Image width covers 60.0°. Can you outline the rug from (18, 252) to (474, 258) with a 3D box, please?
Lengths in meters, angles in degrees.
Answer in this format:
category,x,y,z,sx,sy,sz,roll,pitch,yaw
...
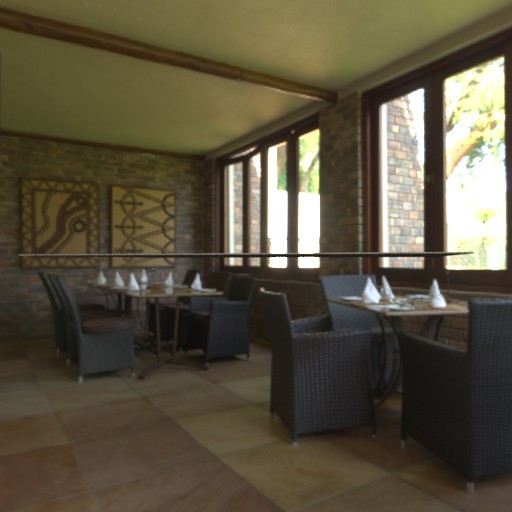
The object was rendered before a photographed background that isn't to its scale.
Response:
category,x,y,z,sx,sy,sz,roll,pitch,yaw
rug,0.000,0.000,2.259,1.827,0.005,1.229,0,-1,17
